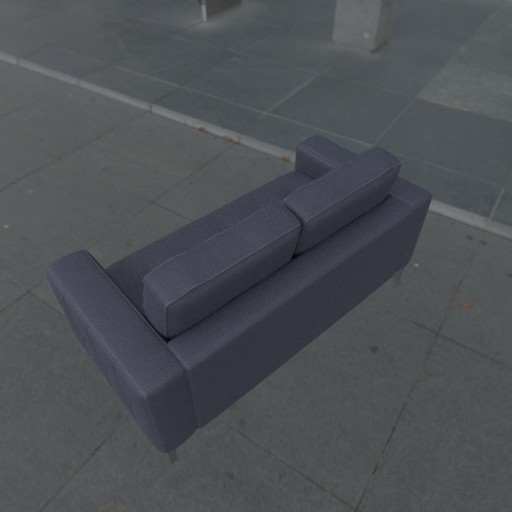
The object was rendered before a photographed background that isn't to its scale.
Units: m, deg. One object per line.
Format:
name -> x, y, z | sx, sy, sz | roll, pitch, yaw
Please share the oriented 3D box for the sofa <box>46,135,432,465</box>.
sofa -> 0.000, 0.000, 2.191 | 1.726, 0.893, 0.833 | -32, 53, -28
